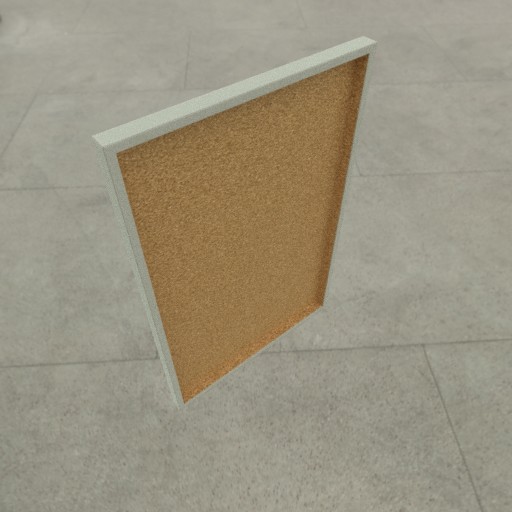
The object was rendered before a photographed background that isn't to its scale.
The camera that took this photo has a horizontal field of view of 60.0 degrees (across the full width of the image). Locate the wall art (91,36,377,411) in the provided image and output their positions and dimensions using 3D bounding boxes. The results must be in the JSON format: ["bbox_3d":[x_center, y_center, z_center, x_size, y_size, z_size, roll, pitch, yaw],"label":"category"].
[{"bbox_3d":[0.000,0.000,1.127,0.610,0.914,0.038,-31,54,-25],"label":"wall art"}]
